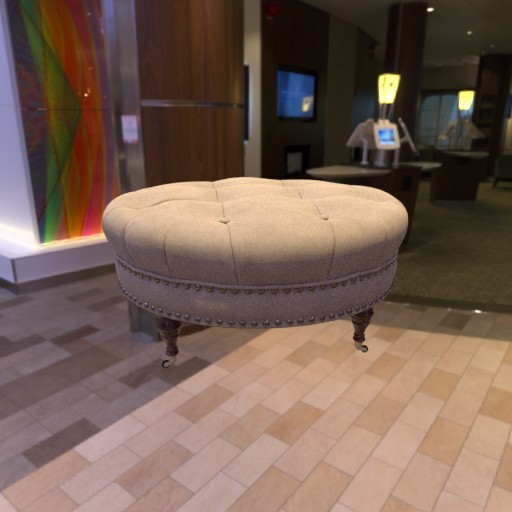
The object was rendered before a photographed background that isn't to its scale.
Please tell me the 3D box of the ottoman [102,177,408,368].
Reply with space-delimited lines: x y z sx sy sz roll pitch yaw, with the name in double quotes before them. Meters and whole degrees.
"ottoman" 0.000 0.000 1.410 0.901 0.439 0.901 0 17 0
